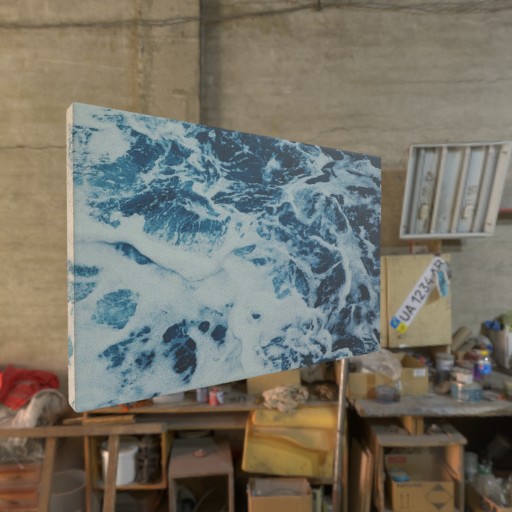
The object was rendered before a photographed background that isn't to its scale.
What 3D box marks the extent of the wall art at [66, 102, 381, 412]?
[{"bbox_3d":[0.000,0.000,0.769,0.609,0.407,0.043,-1,1,-35],"label":"wall art"}]
